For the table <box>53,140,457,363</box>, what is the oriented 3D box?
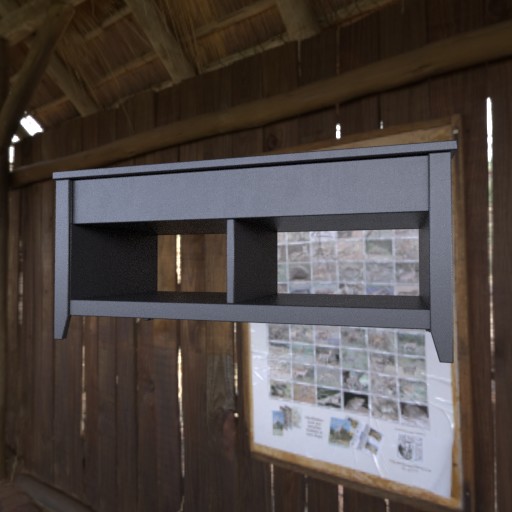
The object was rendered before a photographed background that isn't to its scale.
[{"bbox_3d":[0.000,0.000,1.284,1.016,0.457,0.483,0,-2,18],"label":"table"}]
